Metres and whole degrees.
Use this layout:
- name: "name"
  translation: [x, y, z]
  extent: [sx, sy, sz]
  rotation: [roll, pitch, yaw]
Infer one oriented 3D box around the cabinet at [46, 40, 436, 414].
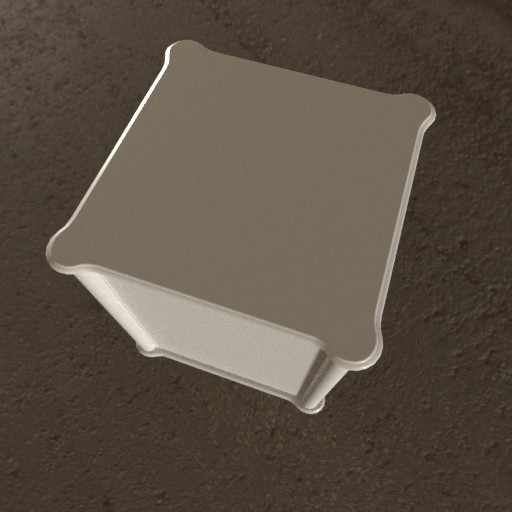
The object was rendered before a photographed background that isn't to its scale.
- name: "cabinet"
  translation: [0.000, 0.000, 1.212]
  extent: [0.628, 0.761, 0.627]
  rotation: [17, 65, 8]
